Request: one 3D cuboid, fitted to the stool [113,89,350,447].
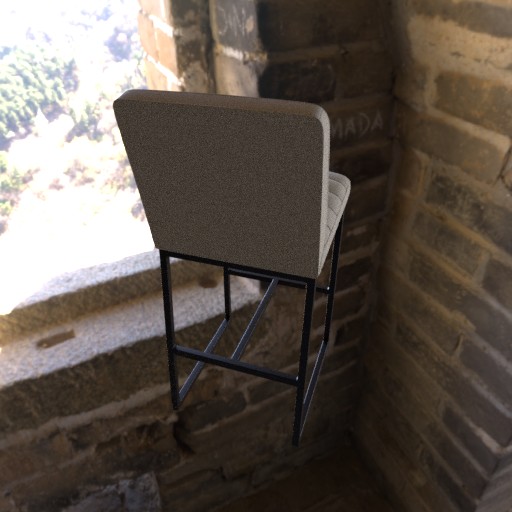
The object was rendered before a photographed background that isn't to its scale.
[{"bbox_3d":[0.000,0.000,1.347,0.460,1.040,0.560,10,34,16],"label":"stool"}]
